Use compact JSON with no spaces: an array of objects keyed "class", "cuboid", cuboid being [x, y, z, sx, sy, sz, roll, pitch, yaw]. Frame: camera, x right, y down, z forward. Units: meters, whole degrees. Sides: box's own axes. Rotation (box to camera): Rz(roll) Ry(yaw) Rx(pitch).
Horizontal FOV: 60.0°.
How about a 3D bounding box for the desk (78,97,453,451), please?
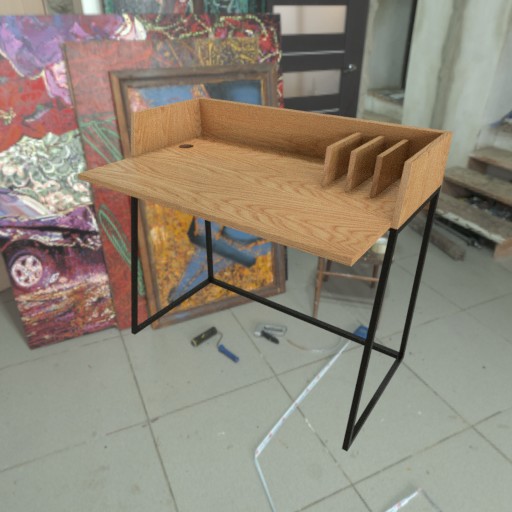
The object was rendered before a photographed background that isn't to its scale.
[{"class":"desk","cuboid":[0.000,0.000,1.873,1.191,1.061,0.769,19,35,30]}]
